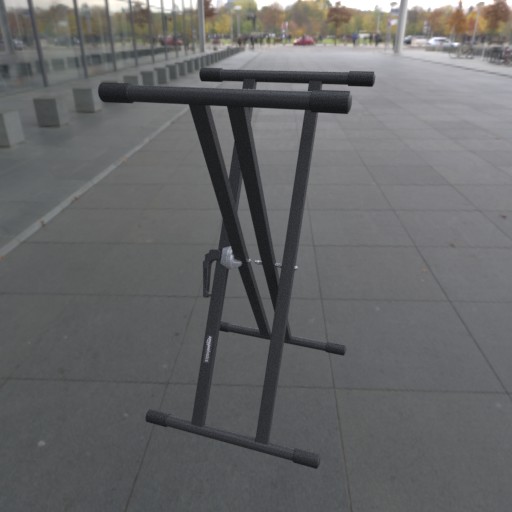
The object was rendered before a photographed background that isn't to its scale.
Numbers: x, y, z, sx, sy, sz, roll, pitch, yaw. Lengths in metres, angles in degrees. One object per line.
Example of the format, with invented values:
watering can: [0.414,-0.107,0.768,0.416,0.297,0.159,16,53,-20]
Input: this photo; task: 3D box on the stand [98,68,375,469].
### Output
stand: [0.000,0.000,1.195,0.495,0.900,0.503,8,28,16]
